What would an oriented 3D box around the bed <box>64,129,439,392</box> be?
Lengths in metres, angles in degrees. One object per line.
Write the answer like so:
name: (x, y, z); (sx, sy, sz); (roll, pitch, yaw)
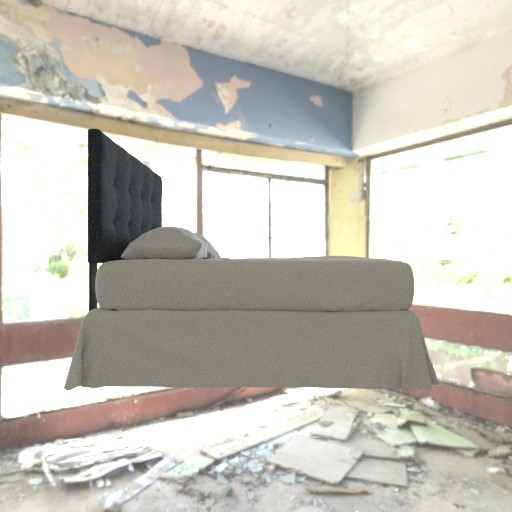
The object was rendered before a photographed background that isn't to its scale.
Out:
bed: (0.000, 0.000, 3.510); (2.222, 1.577, 1.936); (0, 0, 1)
